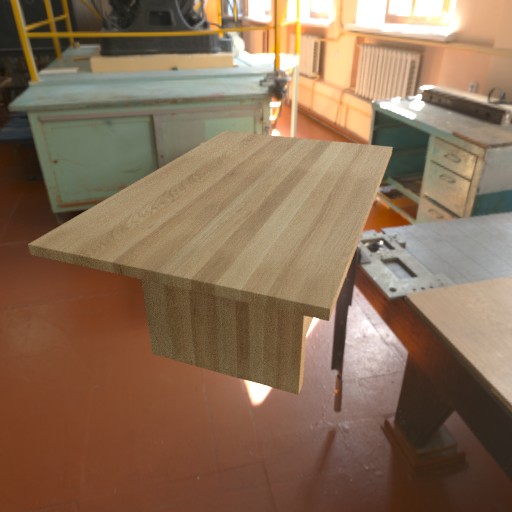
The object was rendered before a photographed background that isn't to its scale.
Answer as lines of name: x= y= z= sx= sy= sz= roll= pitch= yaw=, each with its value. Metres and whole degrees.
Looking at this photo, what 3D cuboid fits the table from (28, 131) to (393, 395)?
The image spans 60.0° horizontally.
table: x=0.000 y=0.000 z=1.477 sx=0.700 sy=0.510 sz=1.100 roll=11 pitch=31 yaw=18
